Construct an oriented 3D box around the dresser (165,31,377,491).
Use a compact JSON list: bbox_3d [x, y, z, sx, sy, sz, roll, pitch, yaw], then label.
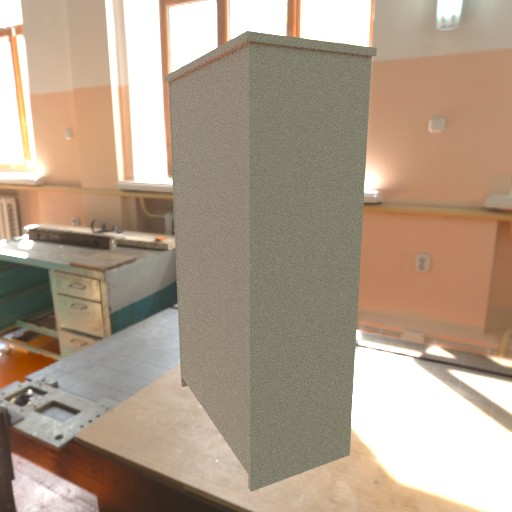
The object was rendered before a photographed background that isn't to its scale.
[{"bbox_3d":[0.000,0.000,1.556,0.399,1.255,0.704,-7,15,-26],"label":"dresser"}]
